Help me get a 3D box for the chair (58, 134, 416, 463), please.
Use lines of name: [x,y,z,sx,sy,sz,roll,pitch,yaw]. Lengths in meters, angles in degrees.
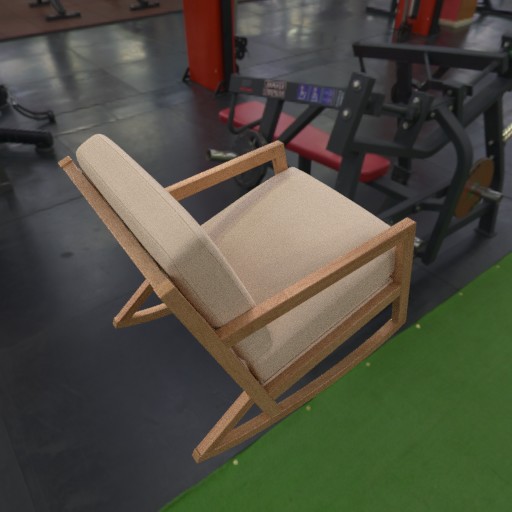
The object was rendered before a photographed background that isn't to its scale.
chair: [0.000,0.000,1.382,0.857,0.790,0.622,-24,46,-26]
